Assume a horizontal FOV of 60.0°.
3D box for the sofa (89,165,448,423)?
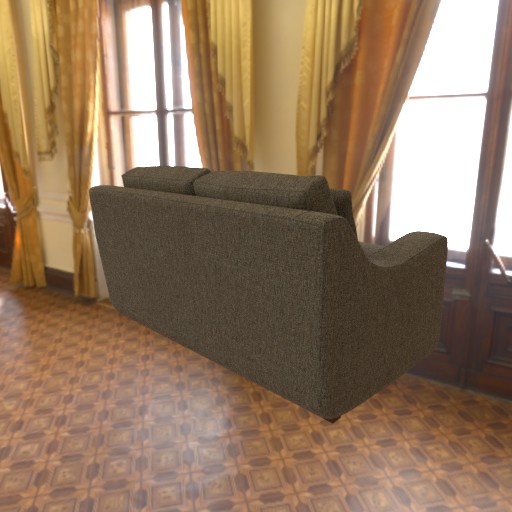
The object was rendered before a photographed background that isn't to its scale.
[{"bbox_3d":[0.000,0.000,2.487,1.120,0.991,1.778,-14,19,-43],"label":"sofa"}]
